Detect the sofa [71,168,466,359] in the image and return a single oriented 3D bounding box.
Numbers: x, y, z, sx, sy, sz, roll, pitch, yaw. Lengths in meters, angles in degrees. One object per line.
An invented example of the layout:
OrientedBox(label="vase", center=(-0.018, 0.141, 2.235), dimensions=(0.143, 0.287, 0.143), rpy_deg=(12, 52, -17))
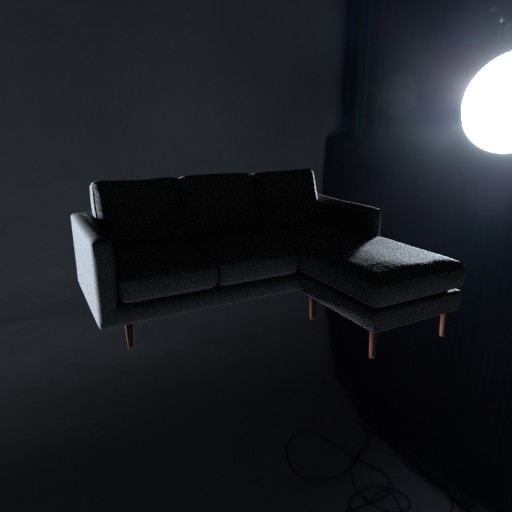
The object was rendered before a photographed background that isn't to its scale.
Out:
OrientedBox(label="sofa", center=(0.000, 0.000, 2.919), dimensions=(2.055, 0.957, 1.667), rpy_deg=(-9, 19, -27))
